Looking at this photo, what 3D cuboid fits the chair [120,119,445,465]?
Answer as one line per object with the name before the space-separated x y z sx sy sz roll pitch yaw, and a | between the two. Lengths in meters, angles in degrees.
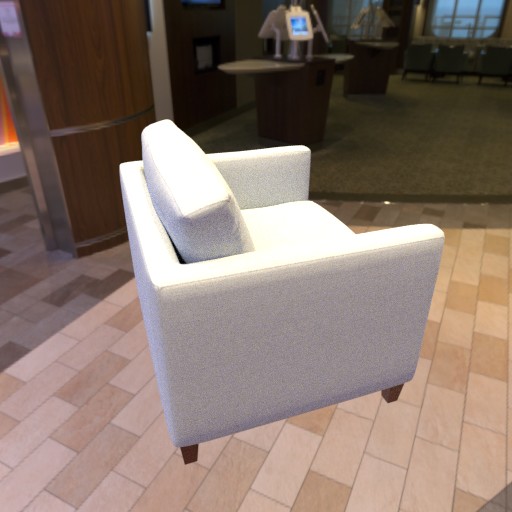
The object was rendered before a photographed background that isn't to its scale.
chair | 0.000 0.000 1.819 0.953 0.961 1.107 -10 31 -17
